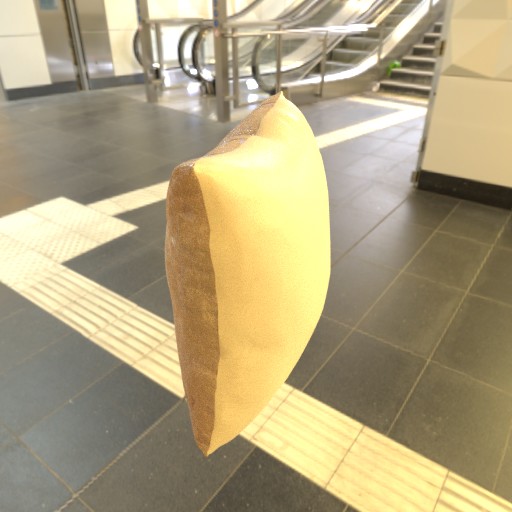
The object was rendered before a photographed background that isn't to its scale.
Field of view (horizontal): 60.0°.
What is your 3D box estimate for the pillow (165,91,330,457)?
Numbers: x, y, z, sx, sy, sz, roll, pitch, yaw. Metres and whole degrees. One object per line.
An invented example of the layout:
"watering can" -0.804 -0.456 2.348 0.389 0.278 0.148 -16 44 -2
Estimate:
"pillow" 0.000 0.000 0.728 0.245 0.448 0.450 9 31 14
